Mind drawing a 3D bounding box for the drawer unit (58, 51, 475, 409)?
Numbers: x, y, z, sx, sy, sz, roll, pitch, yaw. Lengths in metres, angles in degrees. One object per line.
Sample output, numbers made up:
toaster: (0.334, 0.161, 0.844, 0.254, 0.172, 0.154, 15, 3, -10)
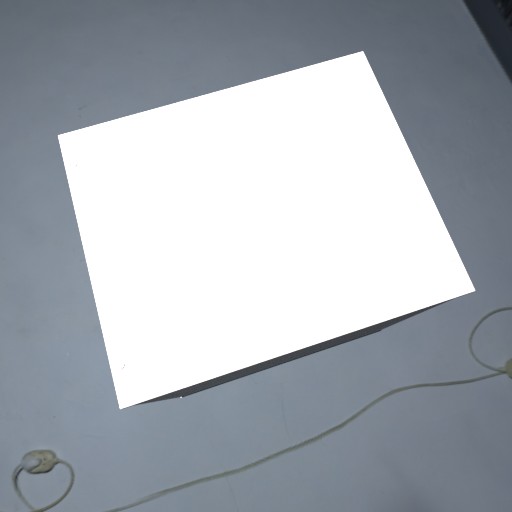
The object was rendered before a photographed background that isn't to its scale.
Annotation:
drawer unit: (0.000, 0.000, 0.613, 0.349, 0.344, 0.290, -17, 75, -5)
